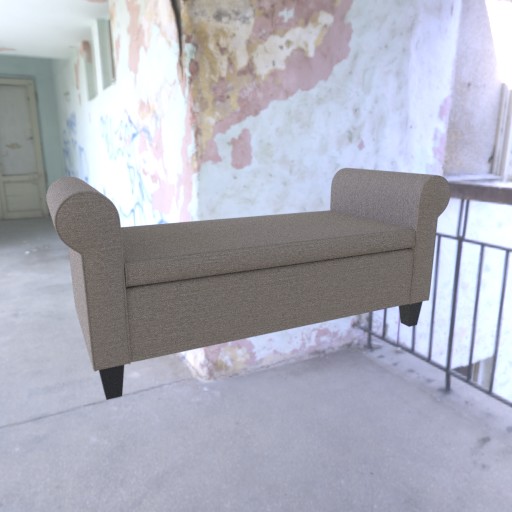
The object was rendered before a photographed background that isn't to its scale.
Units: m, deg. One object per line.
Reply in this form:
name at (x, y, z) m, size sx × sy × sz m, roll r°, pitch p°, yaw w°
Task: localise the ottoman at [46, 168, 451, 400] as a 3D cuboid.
ottoman at (0.000, 0.000, 1.530) m, size 1.256 × 0.547 × 0.521 m, roll -7°, pitch 16°, yaw -26°
